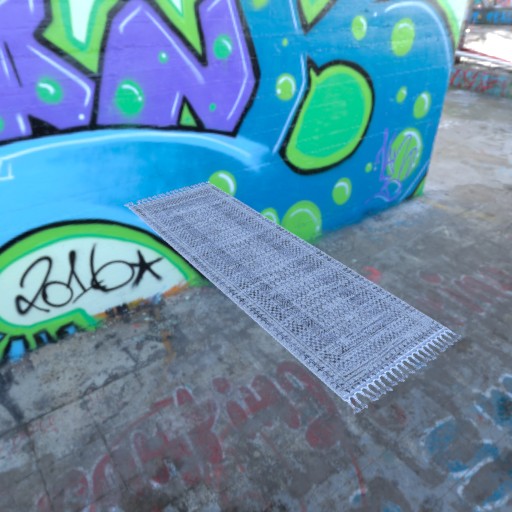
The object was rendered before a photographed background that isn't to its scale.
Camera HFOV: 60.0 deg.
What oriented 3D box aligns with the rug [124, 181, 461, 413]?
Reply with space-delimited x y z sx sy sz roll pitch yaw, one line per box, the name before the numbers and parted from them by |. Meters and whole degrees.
rug | 0.000 0.000 2.876 0.786 0.013 2.480 -22 39 -30
